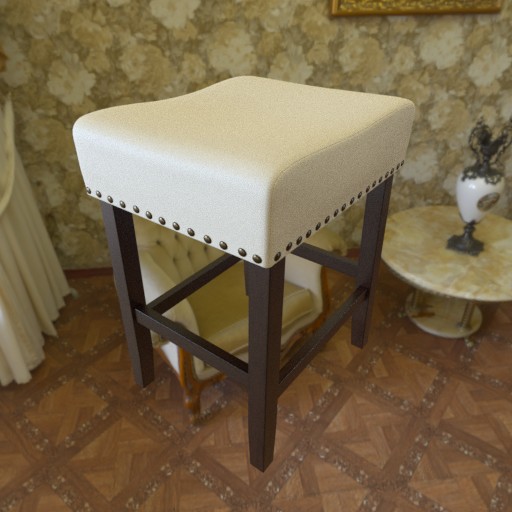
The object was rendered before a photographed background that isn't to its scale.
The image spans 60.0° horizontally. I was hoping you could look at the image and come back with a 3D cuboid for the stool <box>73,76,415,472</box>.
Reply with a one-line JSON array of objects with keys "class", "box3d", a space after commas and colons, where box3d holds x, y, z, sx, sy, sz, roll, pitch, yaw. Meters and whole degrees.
[{"class": "stool", "box3d": [0.000, 0.000, 0.915, 0.401, 0.609, 0.471, 22, 38, 31]}]
